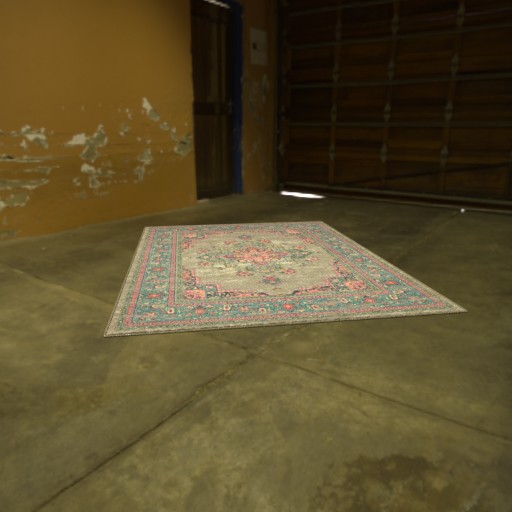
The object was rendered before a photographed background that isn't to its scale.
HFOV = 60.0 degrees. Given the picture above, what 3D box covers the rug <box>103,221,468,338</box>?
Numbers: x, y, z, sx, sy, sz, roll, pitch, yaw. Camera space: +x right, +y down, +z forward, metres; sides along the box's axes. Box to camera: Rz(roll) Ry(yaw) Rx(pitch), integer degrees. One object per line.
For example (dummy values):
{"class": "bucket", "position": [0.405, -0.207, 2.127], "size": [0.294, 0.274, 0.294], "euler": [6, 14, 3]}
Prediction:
{"class": "rug", "position": [0.000, 0.000, 2.951], "size": [1.609, 0.013, 2.214], "euler": [-2, 16, -9]}
